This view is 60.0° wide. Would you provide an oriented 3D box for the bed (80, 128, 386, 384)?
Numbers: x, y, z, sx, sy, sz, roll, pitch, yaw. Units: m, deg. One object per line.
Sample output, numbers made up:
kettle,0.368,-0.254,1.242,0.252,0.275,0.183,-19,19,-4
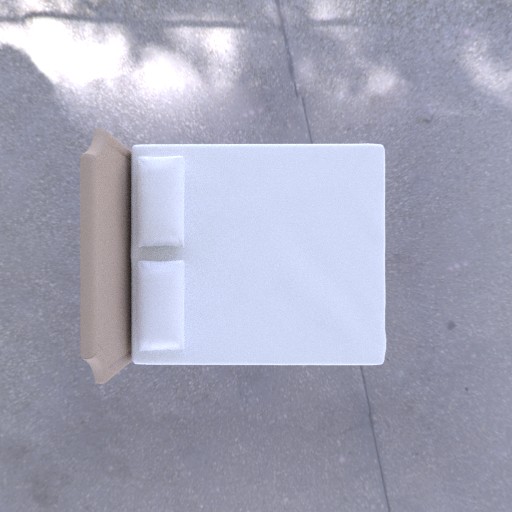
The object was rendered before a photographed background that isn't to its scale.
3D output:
bed,0.000,0.000,4.282,2.773,1.590,2.350,0,90,1
